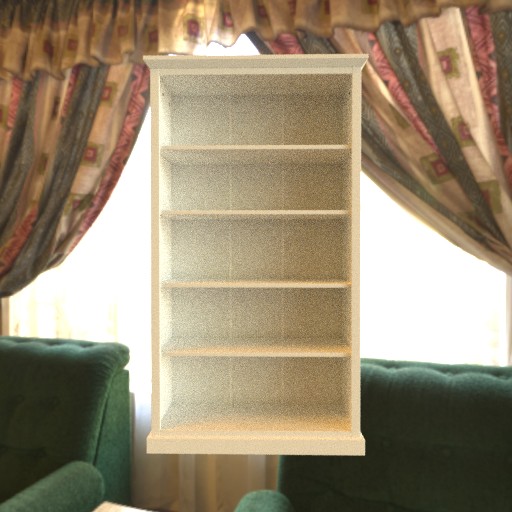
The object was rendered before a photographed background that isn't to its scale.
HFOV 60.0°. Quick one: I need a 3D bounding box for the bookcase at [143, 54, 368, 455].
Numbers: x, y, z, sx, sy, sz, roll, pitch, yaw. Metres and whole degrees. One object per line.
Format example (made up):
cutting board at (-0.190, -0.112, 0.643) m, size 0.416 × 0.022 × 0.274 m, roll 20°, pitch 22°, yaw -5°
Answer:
bookcase at (0.000, 0.000, 2.292) m, size 1.050 × 1.880 × 0.432 m, roll 0°, pitch 1°, yaw 1°
